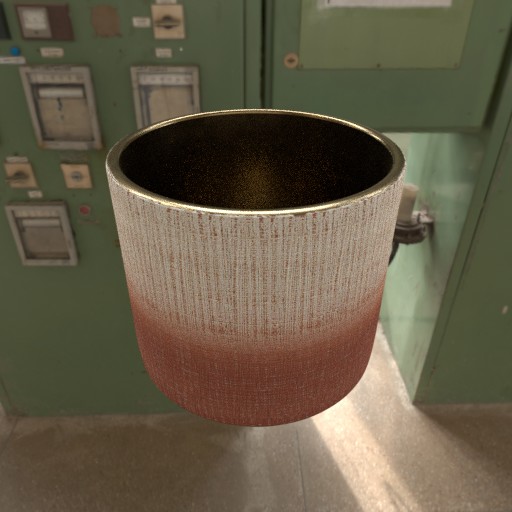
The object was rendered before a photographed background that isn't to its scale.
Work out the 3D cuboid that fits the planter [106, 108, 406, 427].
[{"bbox_3d":[0.000,0.000,0.309,0.178,0.157,0.178,0,33,0],"label":"planter"}]
